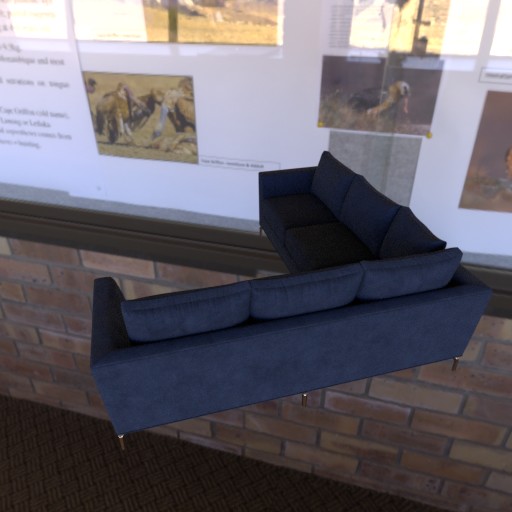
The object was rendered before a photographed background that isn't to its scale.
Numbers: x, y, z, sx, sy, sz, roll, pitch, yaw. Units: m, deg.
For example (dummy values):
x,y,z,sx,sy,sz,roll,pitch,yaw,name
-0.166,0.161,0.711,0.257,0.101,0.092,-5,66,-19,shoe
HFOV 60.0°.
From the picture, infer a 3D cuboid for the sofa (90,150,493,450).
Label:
x,y,z,sx,sy,sz,roll,pitch,yaw,name
0.000,0.000,3.677,2.463,0.988,2.472,-8,32,-14,sofa
